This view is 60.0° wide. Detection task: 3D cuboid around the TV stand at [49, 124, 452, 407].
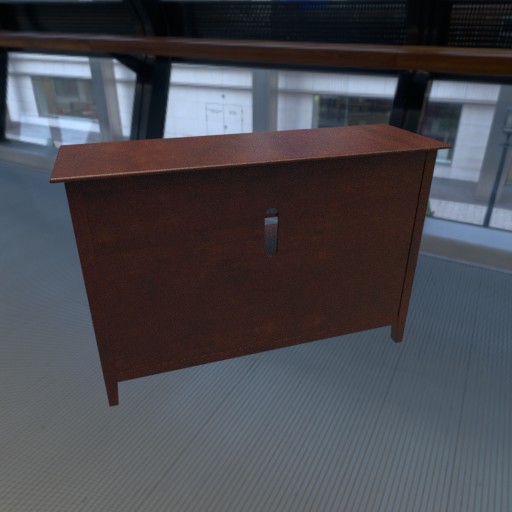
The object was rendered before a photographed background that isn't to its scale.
[{"bbox_3d":[0.000,0.000,1.834,1.372,0.915,0.445,-8,28,-16],"label":"TV stand"}]
